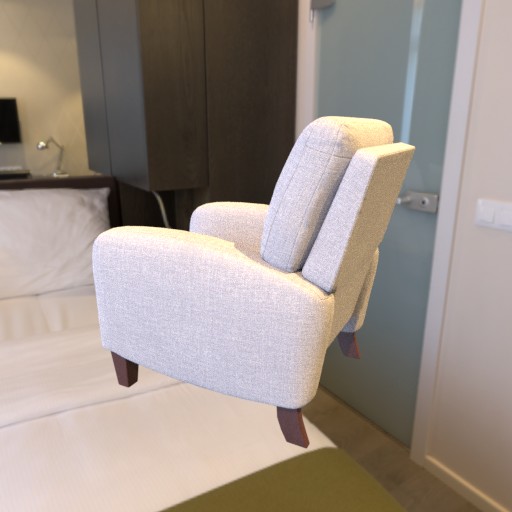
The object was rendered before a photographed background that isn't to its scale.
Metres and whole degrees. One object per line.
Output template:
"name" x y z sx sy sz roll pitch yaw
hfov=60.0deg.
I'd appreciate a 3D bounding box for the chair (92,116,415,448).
"chair" 0.000 0.000 1.674 0.990 0.990 0.762 8 18 26
